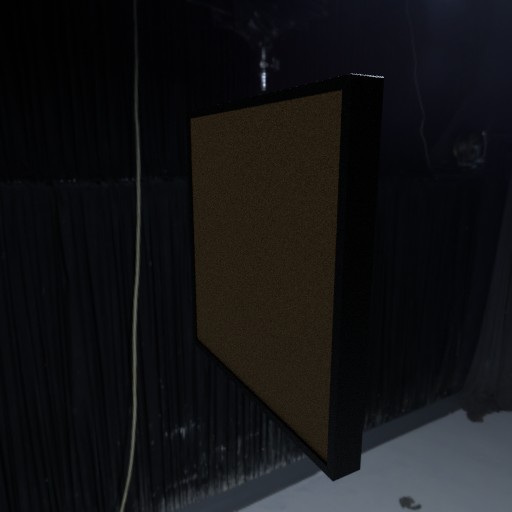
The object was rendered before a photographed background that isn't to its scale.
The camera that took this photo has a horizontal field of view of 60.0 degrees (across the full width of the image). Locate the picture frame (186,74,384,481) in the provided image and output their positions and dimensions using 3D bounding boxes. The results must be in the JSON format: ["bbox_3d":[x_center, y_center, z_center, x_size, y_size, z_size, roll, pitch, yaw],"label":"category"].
[{"bbox_3d":[0.000,0.000,0.474,0.030,0.317,0.317,-7,15,-28],"label":"picture frame"}]
